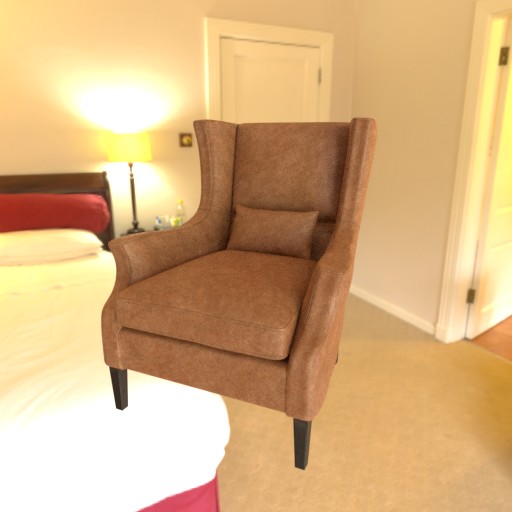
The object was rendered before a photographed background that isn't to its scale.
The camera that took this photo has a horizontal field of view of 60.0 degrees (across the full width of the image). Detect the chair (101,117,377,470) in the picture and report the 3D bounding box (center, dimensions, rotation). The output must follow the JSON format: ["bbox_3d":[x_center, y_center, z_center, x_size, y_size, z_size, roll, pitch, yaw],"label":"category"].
[{"bbox_3d":[0.000,0.000,1.697,0.853,1.016,0.926,7,17,24],"label":"chair"}]
